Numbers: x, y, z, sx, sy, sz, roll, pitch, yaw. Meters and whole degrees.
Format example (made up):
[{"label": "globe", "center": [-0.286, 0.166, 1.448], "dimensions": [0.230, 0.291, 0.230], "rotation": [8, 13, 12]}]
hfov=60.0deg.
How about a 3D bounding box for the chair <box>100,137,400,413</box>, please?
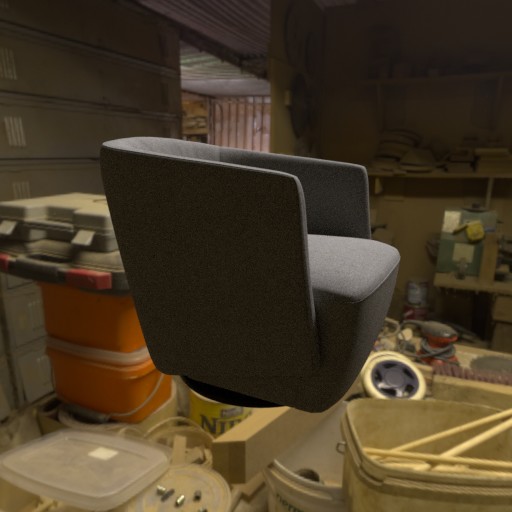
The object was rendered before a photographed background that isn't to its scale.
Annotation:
[{"label": "chair", "center": [0.000, 0.000, 1.642], "dimensions": [0.986, 0.861, 0.822], "rotation": [7, 15, 26]}]
